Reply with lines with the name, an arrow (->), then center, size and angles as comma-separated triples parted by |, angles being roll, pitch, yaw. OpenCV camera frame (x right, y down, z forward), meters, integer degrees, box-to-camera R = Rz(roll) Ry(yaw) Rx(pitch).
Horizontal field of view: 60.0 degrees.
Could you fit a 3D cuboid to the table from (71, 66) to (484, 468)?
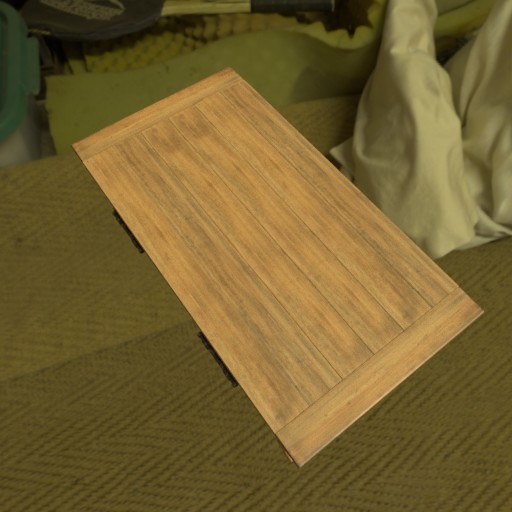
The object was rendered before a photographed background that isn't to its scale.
table -> 0.000, 0.000, 1.620 | 0.693, 0.494, 1.270 | -33, 67, -16
